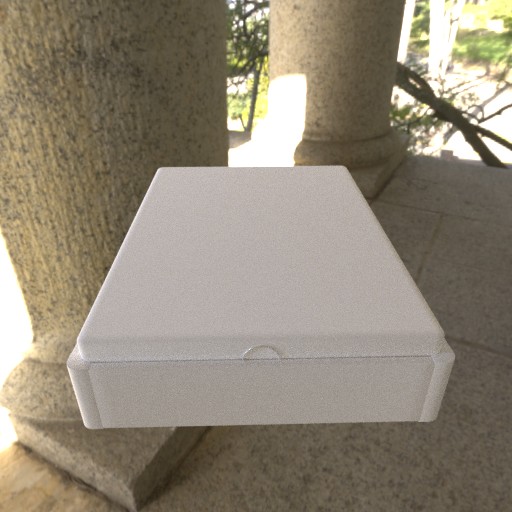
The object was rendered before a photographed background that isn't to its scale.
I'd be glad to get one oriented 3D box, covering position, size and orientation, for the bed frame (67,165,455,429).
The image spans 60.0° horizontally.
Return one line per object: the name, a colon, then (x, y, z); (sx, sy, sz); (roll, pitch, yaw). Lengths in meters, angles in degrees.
bed frame: (0.000, 0.000, 2.437); (1.400, 0.406, 1.900); (-1, 31, -1)
